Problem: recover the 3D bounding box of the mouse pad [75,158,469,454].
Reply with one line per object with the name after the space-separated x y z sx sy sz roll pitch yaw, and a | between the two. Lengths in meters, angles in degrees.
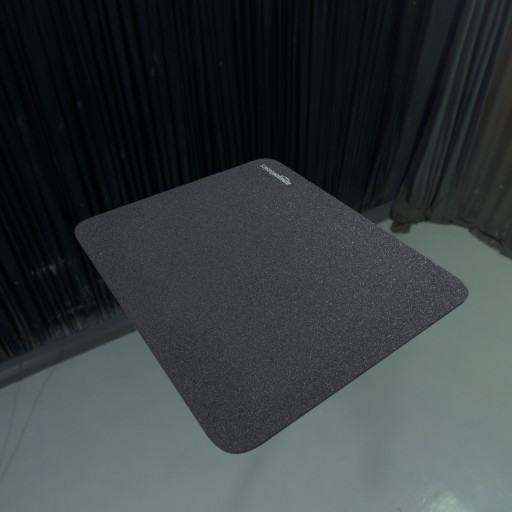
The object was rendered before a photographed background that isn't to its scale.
0.000 0.000 0.437 0.269 0.002 0.315 -25 47 -26 | mouse pad
